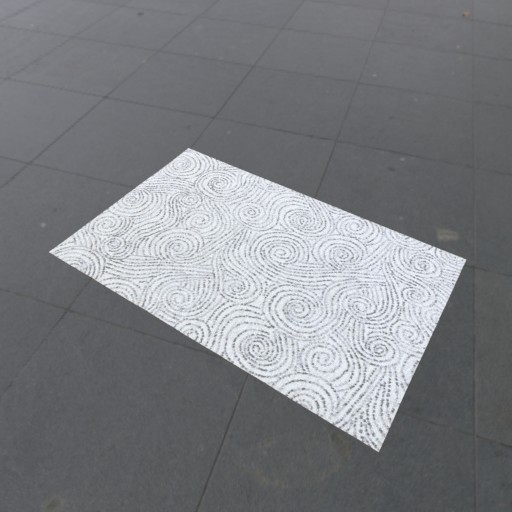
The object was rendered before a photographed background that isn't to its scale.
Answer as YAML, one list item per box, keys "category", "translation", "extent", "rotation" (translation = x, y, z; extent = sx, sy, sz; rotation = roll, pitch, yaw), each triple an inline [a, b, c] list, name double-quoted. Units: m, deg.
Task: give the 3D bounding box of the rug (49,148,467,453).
- category: "rug"
  translation: [0.000, 0.000, 3.044]
  extent: [2.439, 0.005, 1.524]
  rotation: [26, 52, 22]
